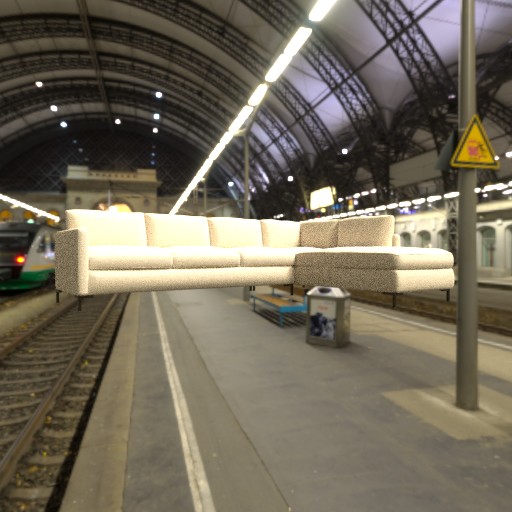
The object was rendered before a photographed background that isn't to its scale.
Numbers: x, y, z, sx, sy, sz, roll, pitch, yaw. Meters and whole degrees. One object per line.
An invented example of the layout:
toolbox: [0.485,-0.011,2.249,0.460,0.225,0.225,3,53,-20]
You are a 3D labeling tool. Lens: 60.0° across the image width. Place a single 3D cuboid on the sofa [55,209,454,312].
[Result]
sofa: [0.000,0.000,3.894,2.949,0.815,2.007,0,0,-35]
